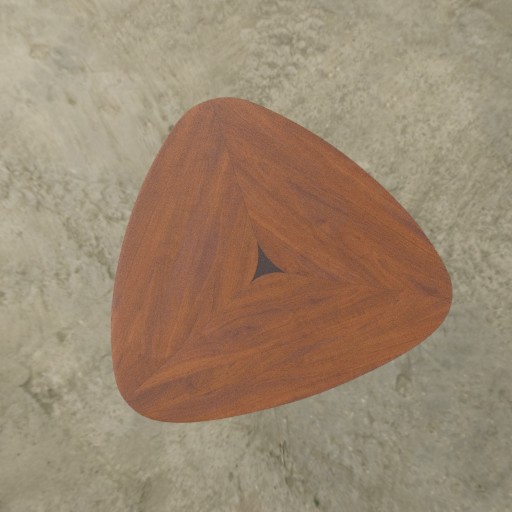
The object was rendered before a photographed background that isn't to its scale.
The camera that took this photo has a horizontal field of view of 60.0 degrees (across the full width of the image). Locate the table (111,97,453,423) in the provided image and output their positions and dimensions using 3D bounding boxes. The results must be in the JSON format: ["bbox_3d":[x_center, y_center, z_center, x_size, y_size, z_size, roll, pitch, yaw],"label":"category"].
[{"bbox_3d":[0.000,0.000,1.311,0.833,0.413,0.821,-17,75,-5],"label":"table"}]
